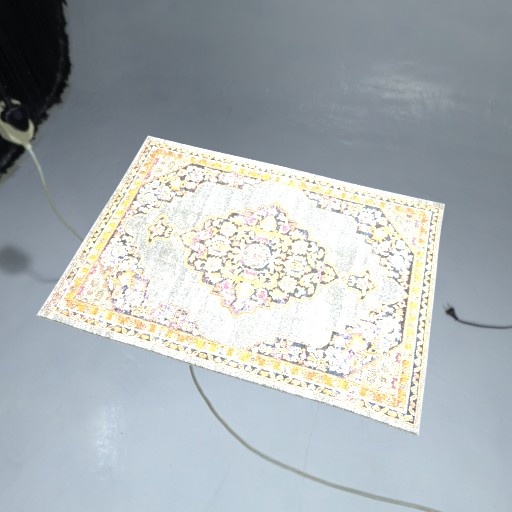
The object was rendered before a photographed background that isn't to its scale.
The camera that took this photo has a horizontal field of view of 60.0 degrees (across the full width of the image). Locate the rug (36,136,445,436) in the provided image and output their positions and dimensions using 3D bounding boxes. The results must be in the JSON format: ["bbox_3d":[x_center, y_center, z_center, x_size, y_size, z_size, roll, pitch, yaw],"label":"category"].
[{"bbox_3d":[0.000,0.000,3.673,2.901,0.026,2.043,15,60,9],"label":"rug"}]
